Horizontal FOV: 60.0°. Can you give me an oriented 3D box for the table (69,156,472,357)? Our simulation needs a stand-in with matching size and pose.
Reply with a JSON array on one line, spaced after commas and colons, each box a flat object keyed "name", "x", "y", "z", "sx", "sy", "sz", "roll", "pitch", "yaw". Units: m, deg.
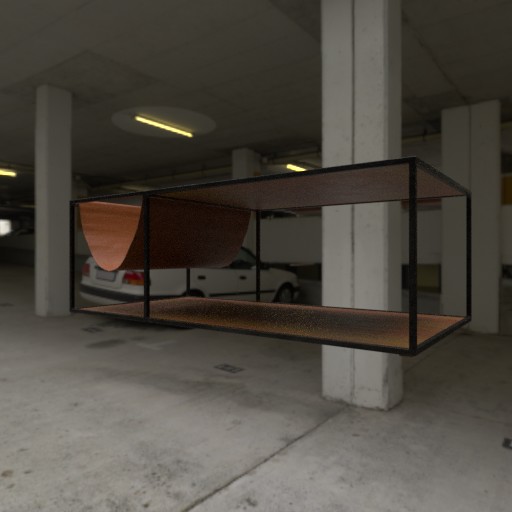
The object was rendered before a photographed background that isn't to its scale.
[{"name": "table", "x": 0.000, "y": 0.000, "z": 1.466, "sx": 1.199, "sy": 0.403, "sz": 0.597, "roll": 0, "pitch": 0, "yaw": 36}]
